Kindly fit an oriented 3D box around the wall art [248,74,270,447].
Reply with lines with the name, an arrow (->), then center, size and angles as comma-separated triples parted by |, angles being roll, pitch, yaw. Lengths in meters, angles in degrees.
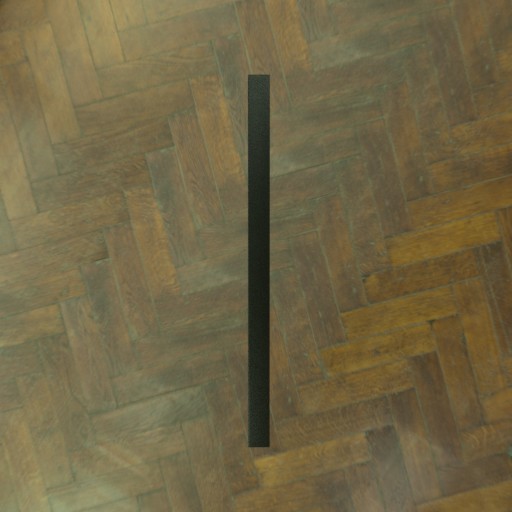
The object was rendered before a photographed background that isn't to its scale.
wall art -> 0.000, 0.000, 0.601 | 0.019, 0.455, 0.314 | 0, 91, -1
